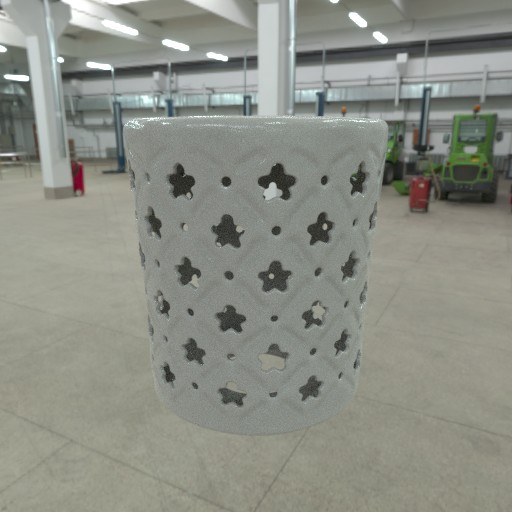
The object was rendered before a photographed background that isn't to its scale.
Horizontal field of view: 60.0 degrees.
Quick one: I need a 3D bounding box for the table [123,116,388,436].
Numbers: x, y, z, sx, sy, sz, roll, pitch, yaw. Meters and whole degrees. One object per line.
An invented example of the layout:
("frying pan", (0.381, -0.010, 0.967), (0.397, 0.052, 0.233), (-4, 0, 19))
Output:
("table", (0.000, 0.000, 0.655), (0.352, 0.387, 0.352), (0, 15, 0))
